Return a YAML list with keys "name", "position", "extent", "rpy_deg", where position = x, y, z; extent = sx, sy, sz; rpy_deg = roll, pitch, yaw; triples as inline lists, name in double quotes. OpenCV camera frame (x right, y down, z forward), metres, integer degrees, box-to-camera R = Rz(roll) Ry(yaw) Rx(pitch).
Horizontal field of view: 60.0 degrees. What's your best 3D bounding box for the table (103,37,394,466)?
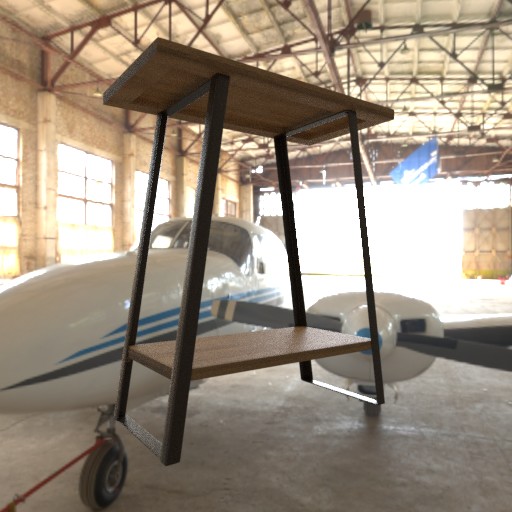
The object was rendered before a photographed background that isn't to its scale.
- name: "table"
  position: [0.000, 0.000, 1.004]
  extent: [0.599, 0.701, 0.300]
  rpy_deg: [0, -1, -35]
